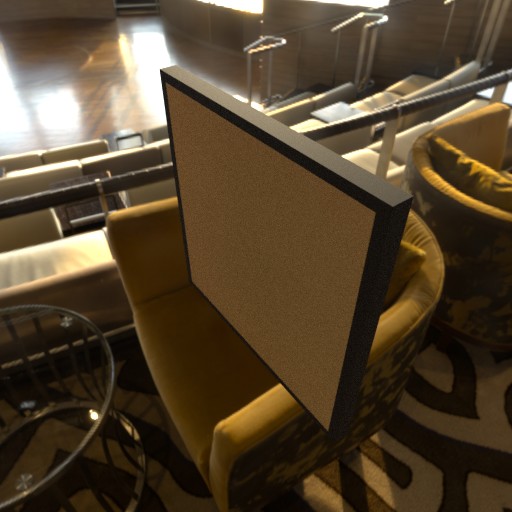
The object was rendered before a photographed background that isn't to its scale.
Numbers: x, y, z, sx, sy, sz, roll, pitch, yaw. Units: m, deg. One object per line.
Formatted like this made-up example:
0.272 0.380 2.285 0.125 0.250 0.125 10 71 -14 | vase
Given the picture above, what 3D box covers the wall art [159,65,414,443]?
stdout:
0.000 0.000 0.776 0.033 0.507 0.508 -26 48 -27 | wall art
